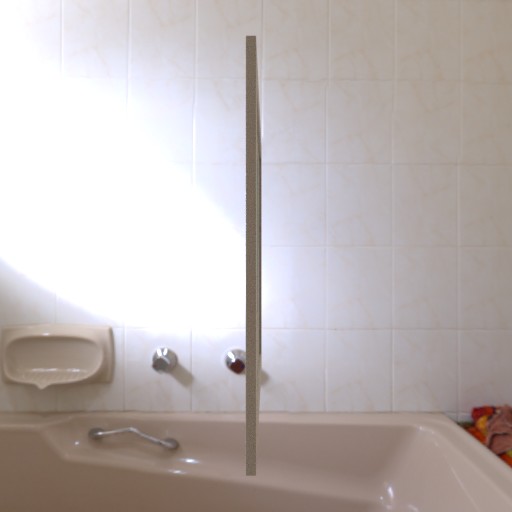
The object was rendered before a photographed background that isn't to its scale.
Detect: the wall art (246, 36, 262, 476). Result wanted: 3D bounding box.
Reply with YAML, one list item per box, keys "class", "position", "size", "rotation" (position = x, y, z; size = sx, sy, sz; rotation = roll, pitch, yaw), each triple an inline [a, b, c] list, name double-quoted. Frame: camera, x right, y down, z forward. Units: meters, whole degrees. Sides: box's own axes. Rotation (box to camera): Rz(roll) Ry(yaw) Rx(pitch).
- class: "wall art"
  position: [0.000, 0.000, 0.866]
  size: [0.015, 0.577, 0.572]
  rotation: [0, 0, 1]
